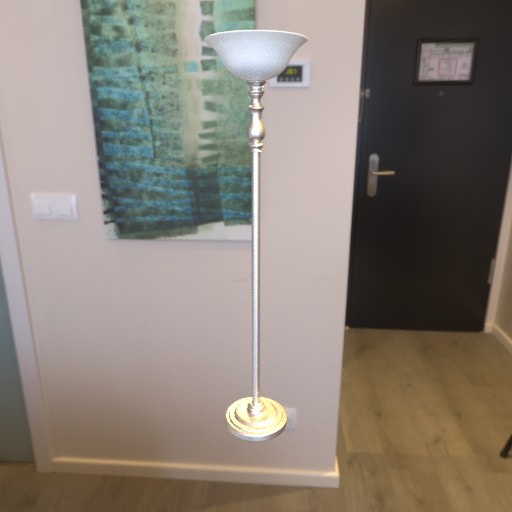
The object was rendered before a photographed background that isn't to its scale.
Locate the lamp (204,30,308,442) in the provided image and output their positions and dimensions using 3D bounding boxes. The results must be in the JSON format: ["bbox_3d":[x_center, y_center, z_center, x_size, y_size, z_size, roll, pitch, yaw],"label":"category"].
[{"bbox_3d":[0.000,0.000,1.997,0.405,1.771,0.405,-8,19,-25],"label":"lamp"}]
